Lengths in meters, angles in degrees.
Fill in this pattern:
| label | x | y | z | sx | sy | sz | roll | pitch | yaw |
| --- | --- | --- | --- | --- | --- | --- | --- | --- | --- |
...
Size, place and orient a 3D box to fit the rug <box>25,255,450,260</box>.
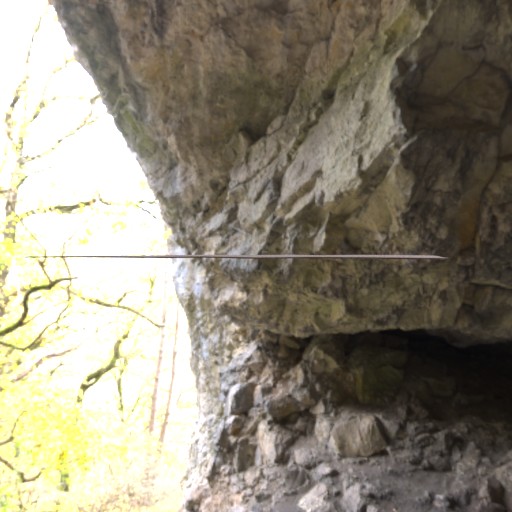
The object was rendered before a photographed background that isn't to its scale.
| label | x | y | z | sx | sy | sz | roll | pitch | yaw |
| --- | --- | --- | --- | --- | --- | --- | --- | --- | --- |
| rug | 0.000 | 0.000 | 4.367 | 3.365 | 0.020 | 2.452 | 0 | 0 | 19 |
